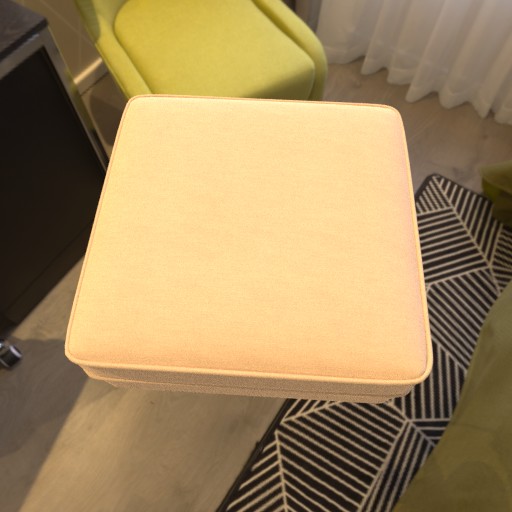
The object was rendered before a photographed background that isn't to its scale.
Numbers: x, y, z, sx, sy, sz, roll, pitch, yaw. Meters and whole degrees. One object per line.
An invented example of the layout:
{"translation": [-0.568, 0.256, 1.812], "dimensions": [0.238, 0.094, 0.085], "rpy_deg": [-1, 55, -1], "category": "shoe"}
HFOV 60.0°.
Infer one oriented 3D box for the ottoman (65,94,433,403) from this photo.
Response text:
{"translation": [0.000, 0.000, 1.001], "dimensions": [0.616, 0.438, 0.613], "rpy_deg": [3, 64, 2], "category": "ottoman"}
